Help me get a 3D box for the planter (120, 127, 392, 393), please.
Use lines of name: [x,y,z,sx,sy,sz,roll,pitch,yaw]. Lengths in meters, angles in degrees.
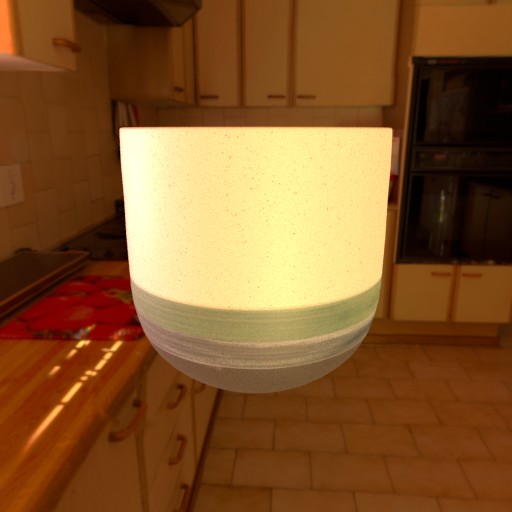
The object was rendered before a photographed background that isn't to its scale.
planter: [0.000,0.000,0.486,0.268,0.270,0.268,0,16,0]
